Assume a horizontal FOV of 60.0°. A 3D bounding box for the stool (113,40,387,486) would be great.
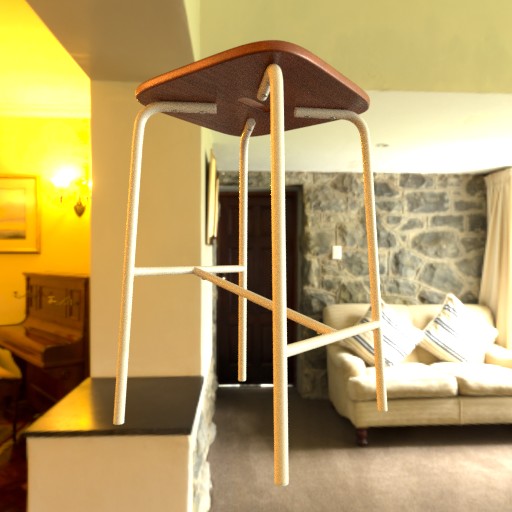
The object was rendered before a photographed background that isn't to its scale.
[{"bbox_3d":[0.000,0.000,0.845,0.376,0.610,0.376,0,0,37],"label":"stool"}]
